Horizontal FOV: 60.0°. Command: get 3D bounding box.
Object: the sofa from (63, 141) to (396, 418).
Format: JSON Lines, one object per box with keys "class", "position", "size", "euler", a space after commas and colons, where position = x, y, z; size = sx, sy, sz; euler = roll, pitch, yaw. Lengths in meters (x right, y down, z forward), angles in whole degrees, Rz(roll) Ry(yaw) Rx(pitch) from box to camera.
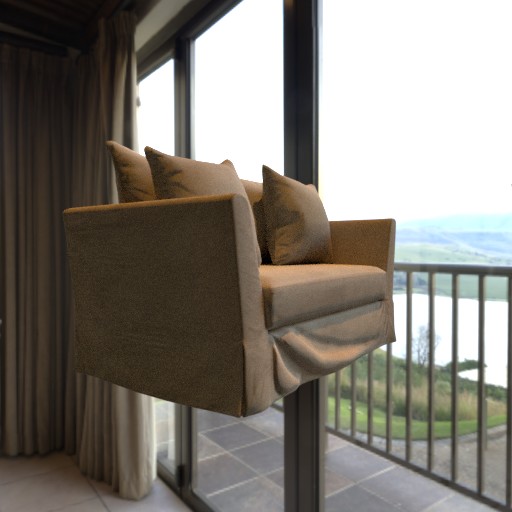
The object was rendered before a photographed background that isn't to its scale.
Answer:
{"class": "sofa", "position": [0.000, 0.000, 2.332], "size": [1.035, 1.040, 1.608], "euler": [1, 1, 36]}
